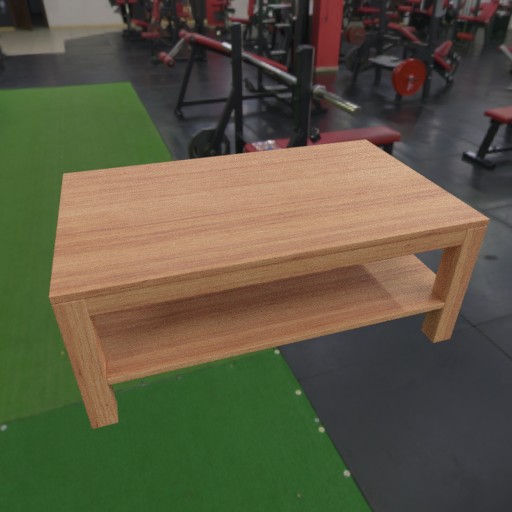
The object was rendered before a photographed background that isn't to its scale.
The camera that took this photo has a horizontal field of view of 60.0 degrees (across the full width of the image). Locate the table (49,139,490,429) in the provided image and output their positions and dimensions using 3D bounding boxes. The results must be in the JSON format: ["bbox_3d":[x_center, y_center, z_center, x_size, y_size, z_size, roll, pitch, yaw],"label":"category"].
[{"bbox_3d":[0.000,0.000,1.490,1.146,0.457,0.695,-10,35,-15],"label":"table"}]
